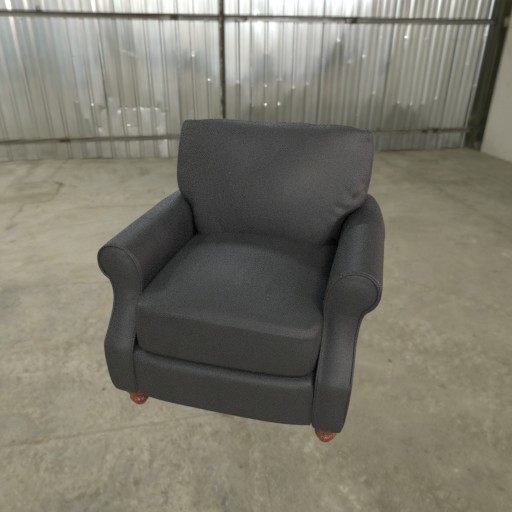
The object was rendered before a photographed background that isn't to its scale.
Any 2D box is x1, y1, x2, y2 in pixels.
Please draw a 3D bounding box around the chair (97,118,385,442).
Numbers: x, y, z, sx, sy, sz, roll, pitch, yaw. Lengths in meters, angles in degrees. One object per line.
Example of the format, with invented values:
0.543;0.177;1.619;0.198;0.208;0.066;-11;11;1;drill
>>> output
0.000;0.000;1.778;1.015;0.960;1.027;9;27;18;chair
